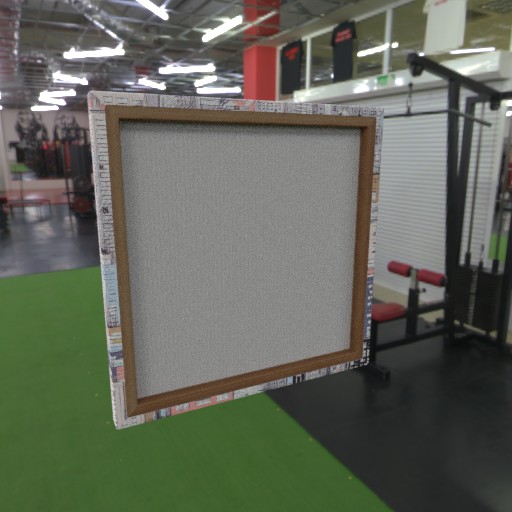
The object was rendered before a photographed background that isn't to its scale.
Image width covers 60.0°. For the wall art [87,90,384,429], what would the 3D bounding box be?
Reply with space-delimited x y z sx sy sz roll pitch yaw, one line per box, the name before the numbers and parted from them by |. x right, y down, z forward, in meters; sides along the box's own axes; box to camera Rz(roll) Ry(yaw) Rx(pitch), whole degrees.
wall art | 0.000 0.000 1.149 0.761 0.762 0.048 -6 14 -26
